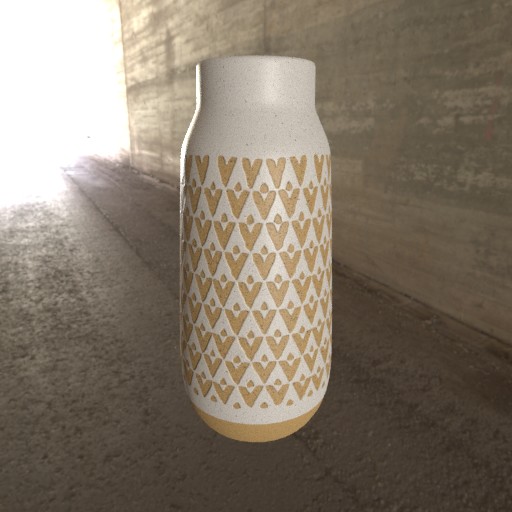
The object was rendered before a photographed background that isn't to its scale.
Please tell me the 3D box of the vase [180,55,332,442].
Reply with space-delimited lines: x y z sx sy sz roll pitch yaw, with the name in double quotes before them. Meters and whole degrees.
"vase" 0.000 0.000 0.383 0.137 0.307 0.137 0 17 0
